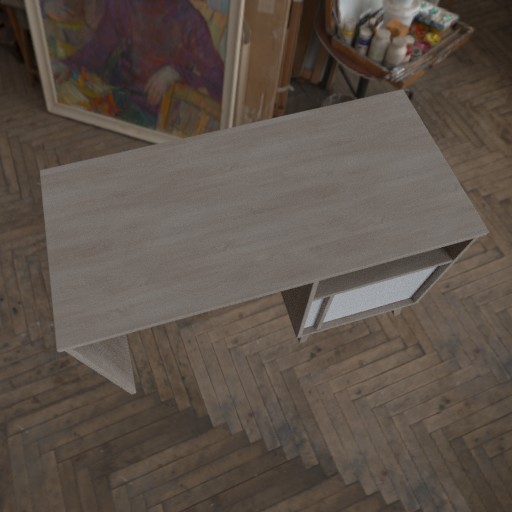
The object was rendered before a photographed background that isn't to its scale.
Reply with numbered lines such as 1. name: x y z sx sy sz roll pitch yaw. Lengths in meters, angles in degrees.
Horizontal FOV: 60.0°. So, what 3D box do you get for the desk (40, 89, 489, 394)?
1. desk: 0.000 0.000 1.696 1.251 0.770 0.600 -15 65 -7
